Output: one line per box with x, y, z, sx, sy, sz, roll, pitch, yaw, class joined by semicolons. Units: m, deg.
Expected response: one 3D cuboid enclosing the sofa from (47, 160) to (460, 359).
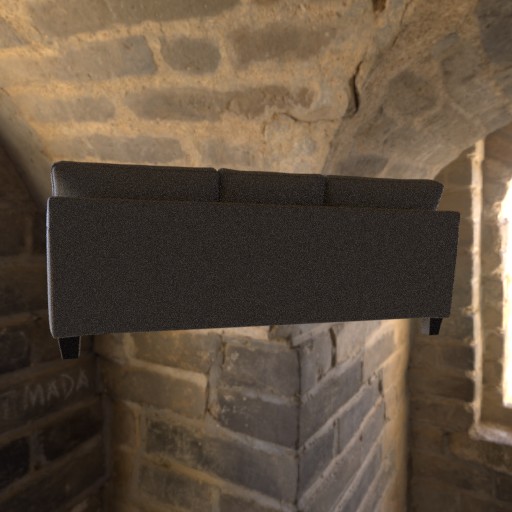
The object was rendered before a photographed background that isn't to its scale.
0.000;0.000;2.816;2.323;0.997;1.016;0;0;-18;sofa
